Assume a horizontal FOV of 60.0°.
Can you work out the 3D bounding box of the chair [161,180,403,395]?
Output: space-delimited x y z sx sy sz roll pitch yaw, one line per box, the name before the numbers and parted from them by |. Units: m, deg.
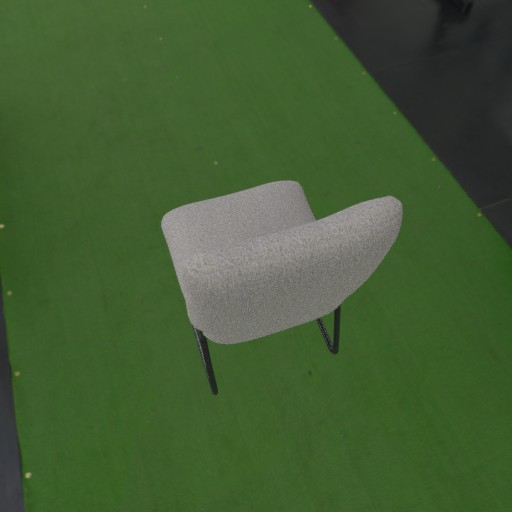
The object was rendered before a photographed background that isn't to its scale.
chair | 0.000 0.000 1.210 0.448 0.864 0.560 -16 60 -10
